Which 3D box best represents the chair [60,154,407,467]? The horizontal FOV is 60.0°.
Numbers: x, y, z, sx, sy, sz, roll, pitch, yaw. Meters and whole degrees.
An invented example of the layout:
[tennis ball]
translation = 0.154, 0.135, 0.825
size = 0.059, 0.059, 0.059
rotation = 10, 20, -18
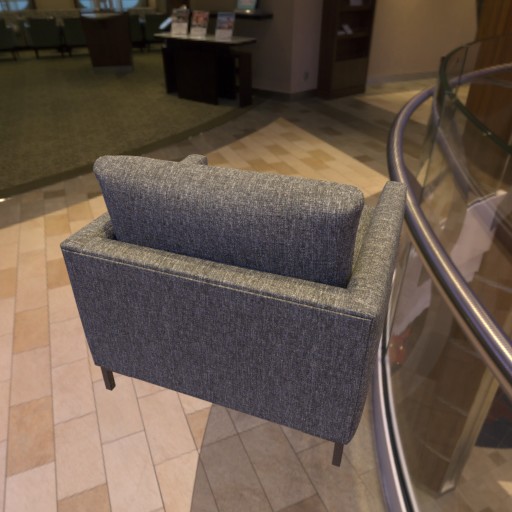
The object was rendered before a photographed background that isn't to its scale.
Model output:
[chair]
translation = 0.000, 0.000, 1.611
size = 0.963, 0.861, 0.866
rotation = 11, 34, 17
